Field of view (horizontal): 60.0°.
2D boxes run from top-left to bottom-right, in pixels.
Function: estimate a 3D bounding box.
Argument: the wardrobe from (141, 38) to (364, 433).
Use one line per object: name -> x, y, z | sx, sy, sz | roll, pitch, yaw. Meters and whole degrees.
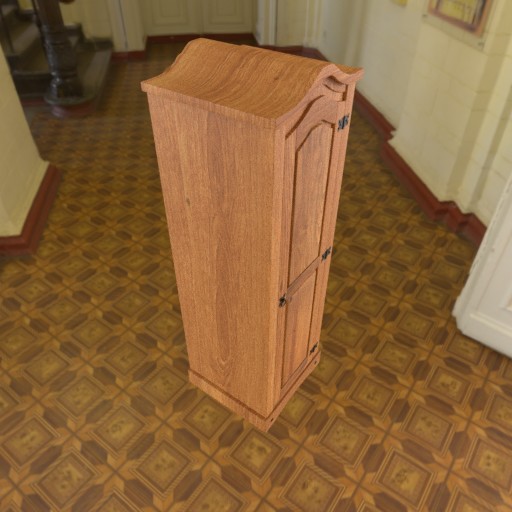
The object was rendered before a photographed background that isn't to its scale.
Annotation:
wardrobe -> 0.000, 0.000, 2.149 | 0.570, 1.870, 0.590 | 25, 46, 27
